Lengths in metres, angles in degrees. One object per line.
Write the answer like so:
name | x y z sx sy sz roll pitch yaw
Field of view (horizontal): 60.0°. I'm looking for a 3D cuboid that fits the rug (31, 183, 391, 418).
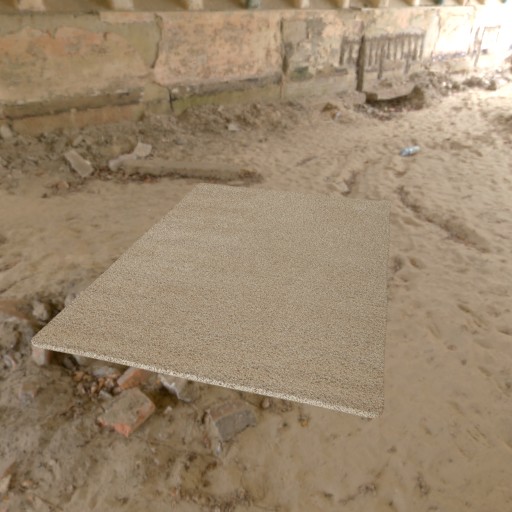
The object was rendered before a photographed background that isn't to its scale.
rug | 0.000 0.000 2.074 1.199 0.025 1.600 8 31 13
